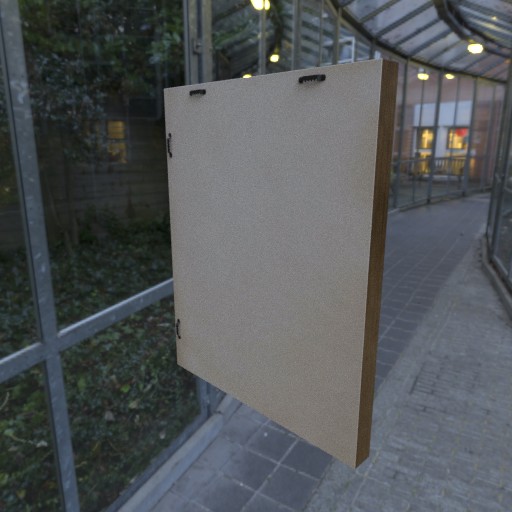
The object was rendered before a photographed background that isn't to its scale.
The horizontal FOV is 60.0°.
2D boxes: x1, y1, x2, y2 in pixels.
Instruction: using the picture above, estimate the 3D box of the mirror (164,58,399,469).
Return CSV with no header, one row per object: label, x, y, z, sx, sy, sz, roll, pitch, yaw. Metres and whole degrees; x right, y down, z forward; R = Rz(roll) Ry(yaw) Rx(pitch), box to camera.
mirror,0.000,0.000,0.676,0.041,0.508,0.405,-14,20,-43
